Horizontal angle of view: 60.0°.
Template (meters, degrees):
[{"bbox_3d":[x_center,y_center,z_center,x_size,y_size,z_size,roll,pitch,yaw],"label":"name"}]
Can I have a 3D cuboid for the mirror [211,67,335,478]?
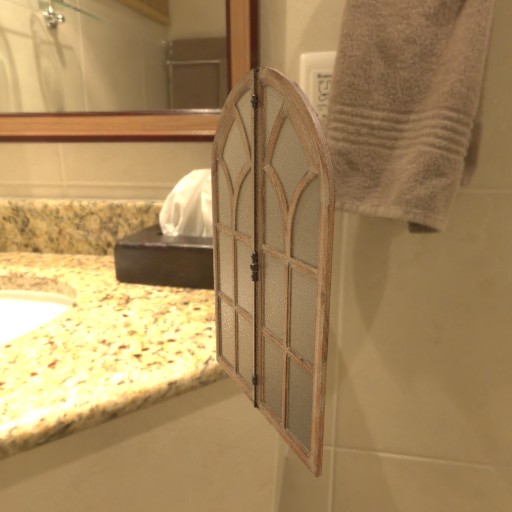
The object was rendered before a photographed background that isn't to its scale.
[{"bbox_3d":[0.000,0.000,1.160,0.032,0.915,0.609,-8,18,-26],"label":"mirror"}]
